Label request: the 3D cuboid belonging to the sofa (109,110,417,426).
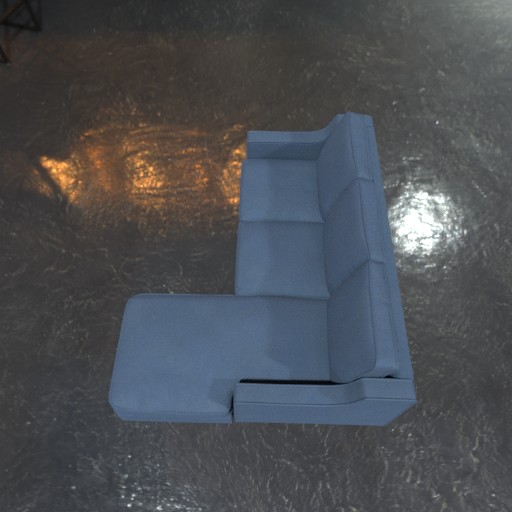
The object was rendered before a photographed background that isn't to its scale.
[{"bbox_3d":[0.000,0.000,3.336,1.858,1.066,2.317,1,59,1],"label":"sofa"}]
